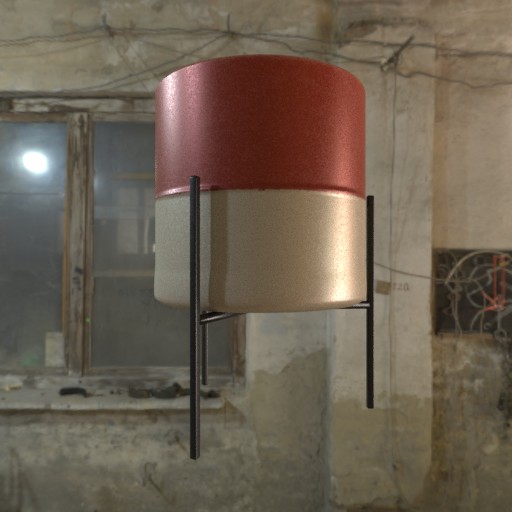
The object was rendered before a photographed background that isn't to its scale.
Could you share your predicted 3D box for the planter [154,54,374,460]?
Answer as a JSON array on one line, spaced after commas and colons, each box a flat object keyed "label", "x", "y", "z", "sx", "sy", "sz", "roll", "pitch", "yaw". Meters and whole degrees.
[{"label": "planter", "x": 0.000, "y": 0.000, "z": 0.509, "sx": 0.235, "sy": 0.354, "sz": 0.251, "roll": 0, "pitch": 0, "yaw": -35}]
